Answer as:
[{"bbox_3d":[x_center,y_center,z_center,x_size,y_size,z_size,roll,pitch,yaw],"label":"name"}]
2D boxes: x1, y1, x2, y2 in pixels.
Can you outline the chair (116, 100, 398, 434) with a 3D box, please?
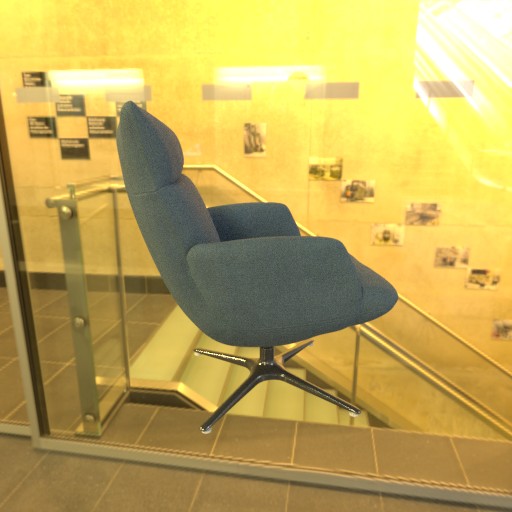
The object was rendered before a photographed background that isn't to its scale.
[{"bbox_3d":[0.000,0.000,1.590,0.889,1.016,0.711,-3,16,-10],"label":"chair"}]
